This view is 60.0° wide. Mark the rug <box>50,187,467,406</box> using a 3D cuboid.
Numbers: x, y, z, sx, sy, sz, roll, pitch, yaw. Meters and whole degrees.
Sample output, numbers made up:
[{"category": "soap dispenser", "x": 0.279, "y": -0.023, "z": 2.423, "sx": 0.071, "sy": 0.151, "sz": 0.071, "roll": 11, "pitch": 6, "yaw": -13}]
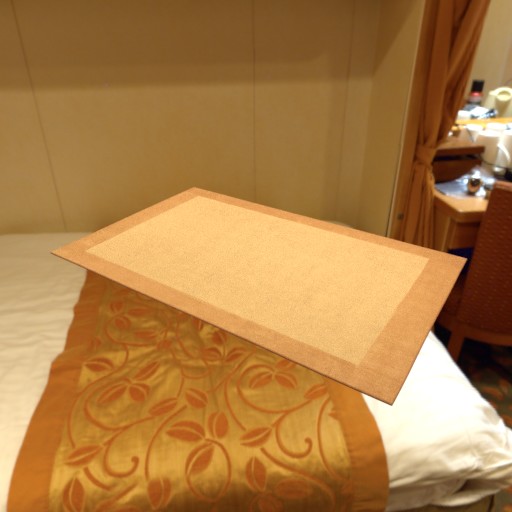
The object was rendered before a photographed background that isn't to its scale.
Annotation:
[{"category": "rug", "x": 0.000, "y": 0.000, "z": 3.054, "sx": 2.438, "sy": 0.014, "sz": 1.524, "roll": 18, "pitch": 34, "yaw": 29}]
